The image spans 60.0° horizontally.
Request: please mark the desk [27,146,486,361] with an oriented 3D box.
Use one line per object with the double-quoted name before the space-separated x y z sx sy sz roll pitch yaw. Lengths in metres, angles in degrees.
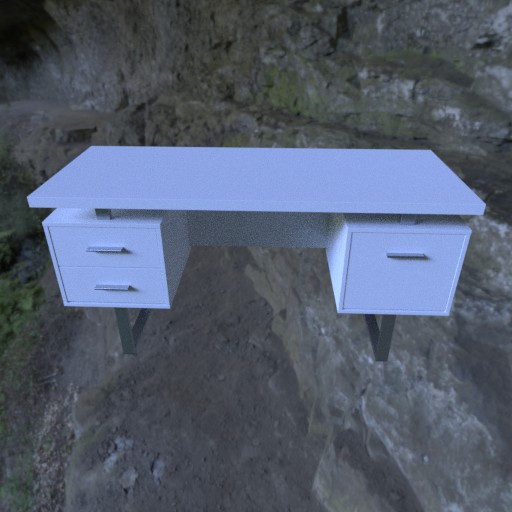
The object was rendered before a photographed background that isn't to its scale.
"desk" 0.000 0.000 1.924 1.530 0.773 0.603 1 30 2
